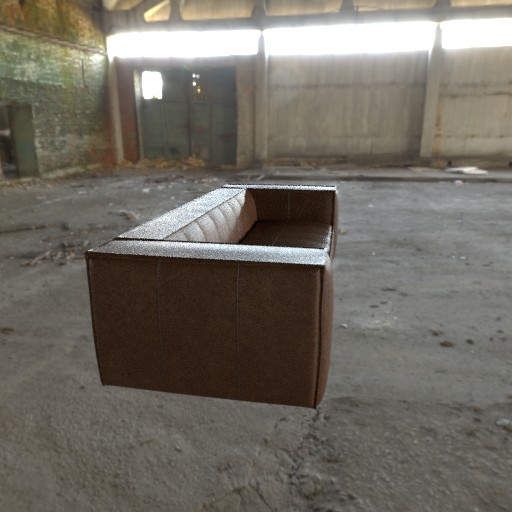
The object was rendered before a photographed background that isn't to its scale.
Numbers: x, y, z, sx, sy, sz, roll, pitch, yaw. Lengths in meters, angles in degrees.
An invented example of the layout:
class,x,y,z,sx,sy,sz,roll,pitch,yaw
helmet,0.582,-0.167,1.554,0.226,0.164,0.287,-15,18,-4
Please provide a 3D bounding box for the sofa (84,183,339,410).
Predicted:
class,x,y,z,sx,sy,sz,roll,pitch,yaw
sofa,0.000,0.000,3.089,1.102,0.701,2.581,3,16,10
